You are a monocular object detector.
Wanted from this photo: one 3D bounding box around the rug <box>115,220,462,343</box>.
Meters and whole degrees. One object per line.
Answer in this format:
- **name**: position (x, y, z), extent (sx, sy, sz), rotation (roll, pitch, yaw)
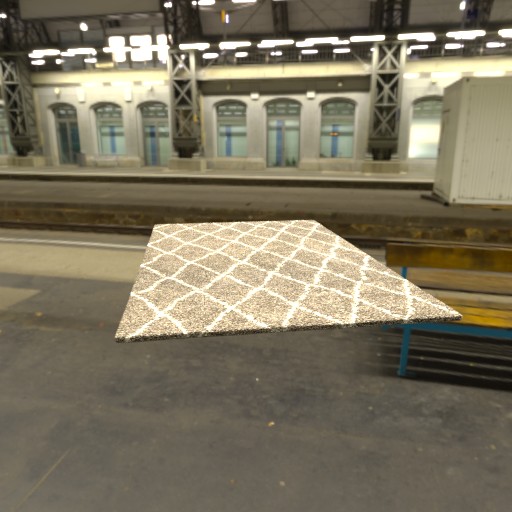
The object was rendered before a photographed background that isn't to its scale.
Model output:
- **rug**: position (0.000, 0.000, 3.047), extent (1.524, 0.030, 2.438), rotation (-2, 15, -8)
